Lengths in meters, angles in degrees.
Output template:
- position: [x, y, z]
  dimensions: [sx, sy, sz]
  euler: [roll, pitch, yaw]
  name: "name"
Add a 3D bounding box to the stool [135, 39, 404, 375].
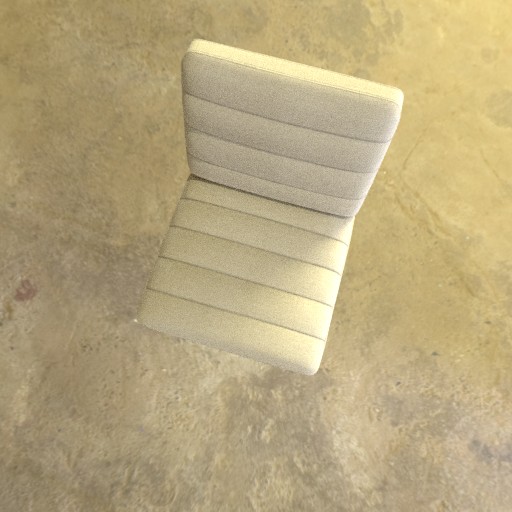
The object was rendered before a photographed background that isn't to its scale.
- position: [0.000, 0.000, 1.243]
  dimensions: [0.460, 0.940, 0.560]
  euler: [16, 75, 4]
  name: "stool"
